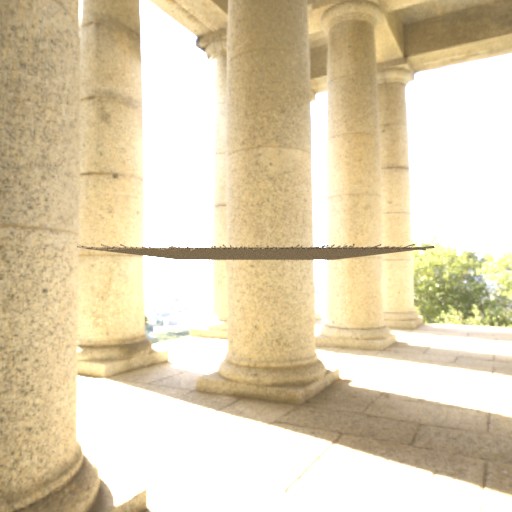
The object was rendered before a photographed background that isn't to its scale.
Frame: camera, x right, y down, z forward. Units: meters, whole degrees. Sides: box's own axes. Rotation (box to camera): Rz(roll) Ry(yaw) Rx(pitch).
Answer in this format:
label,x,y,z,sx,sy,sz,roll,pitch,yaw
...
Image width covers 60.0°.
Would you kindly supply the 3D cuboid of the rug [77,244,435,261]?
label,x,y,z,sx,sy,sz,roll,pitch,yaw
rug,0.000,0.000,3.124,1.528,0.034,2.523,0,-2,0
